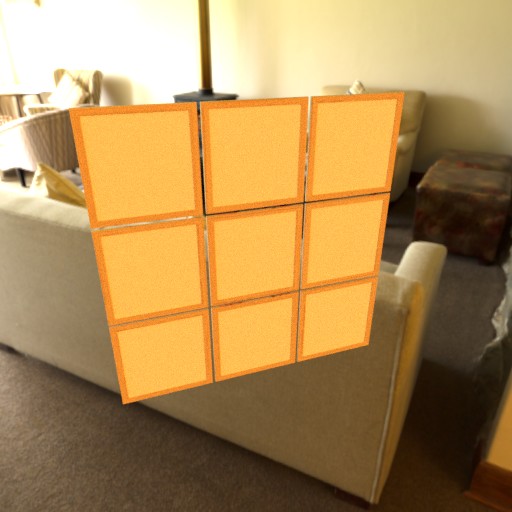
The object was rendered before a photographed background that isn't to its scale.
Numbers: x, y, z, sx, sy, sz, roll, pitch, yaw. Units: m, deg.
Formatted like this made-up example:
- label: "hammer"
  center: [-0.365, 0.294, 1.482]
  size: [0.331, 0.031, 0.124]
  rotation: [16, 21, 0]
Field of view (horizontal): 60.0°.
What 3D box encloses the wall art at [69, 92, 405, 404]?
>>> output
- label: "wall art"
  center: [0.000, 0.000, 2.264]
  size: [1.517, 1.523, 0.013]
  rotation: [-9, 28, -17]
